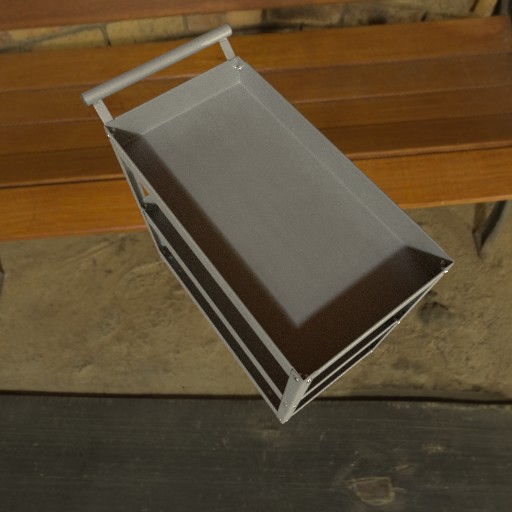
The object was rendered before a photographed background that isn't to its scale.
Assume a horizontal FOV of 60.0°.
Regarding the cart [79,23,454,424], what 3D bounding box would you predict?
[{"bbox_3d":[0.000,0.000,1.169,0.366,0.780,0.719,-34,68,-15],"label":"cart"}]
